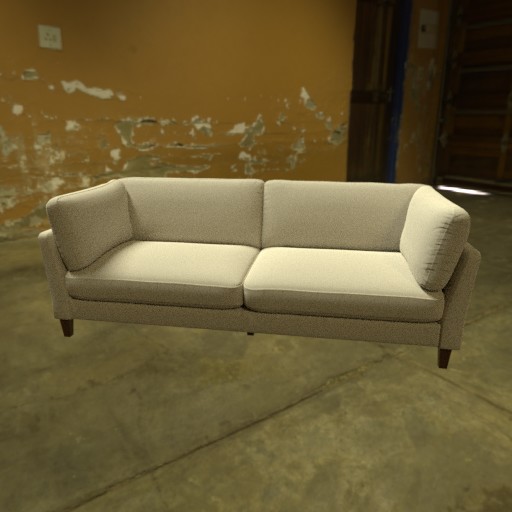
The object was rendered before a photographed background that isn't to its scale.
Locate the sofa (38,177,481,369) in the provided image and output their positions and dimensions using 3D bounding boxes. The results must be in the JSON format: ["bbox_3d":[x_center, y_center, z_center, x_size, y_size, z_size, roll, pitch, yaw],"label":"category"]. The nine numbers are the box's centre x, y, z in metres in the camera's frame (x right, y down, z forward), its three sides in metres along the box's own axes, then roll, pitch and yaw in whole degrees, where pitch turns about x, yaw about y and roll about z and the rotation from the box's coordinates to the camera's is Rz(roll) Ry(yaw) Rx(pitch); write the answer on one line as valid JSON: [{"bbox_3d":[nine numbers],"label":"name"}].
[{"bbox_3d":[0.000,0.000,2.733,2.301,0.863,0.957,3,17,9],"label":"sofa"}]
